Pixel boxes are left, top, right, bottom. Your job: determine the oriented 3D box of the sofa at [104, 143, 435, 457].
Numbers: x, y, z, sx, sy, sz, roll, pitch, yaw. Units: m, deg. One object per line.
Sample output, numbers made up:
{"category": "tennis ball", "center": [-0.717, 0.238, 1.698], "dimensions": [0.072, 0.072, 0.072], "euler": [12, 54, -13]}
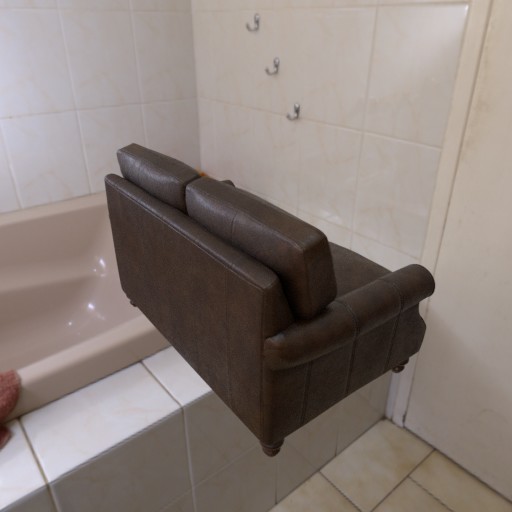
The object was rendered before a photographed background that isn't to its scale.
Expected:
{"category": "sofa", "center": [0.000, 0.000, 2.268], "dimensions": [0.990, 0.976, 1.616], "euler": [-19, 33, -32]}
